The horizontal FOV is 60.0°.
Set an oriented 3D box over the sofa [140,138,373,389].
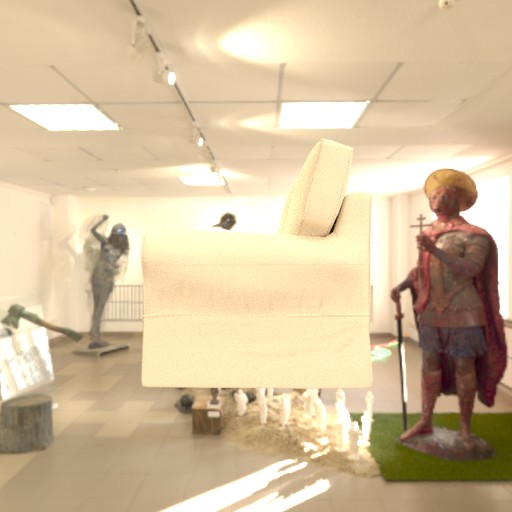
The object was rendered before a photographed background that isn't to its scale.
[{"bbox_3d":[0.000,0.000,2.551,0.862,0.937,2.021,0,1,0],"label":"sofa"}]
